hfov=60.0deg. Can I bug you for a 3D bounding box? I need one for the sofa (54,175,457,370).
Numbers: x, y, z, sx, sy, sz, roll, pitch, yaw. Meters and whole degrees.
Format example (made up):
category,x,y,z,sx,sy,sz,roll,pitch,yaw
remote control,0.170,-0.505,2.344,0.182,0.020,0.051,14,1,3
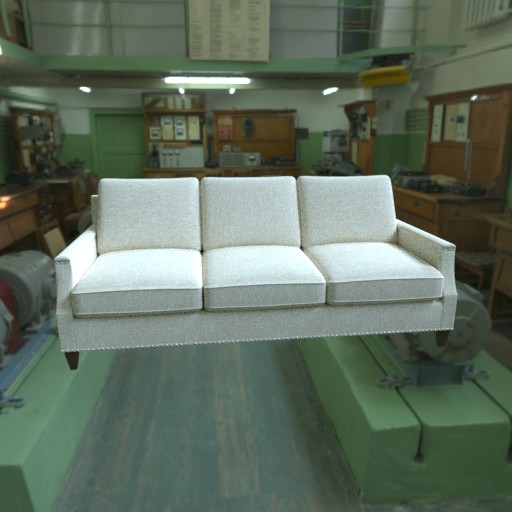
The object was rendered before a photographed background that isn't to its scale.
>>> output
category,x,y,z,sx,sy,sz,roll,pitch,yaw
sofa,0.000,0.000,2.848,2.210,0.940,1.041,-2,16,-7
